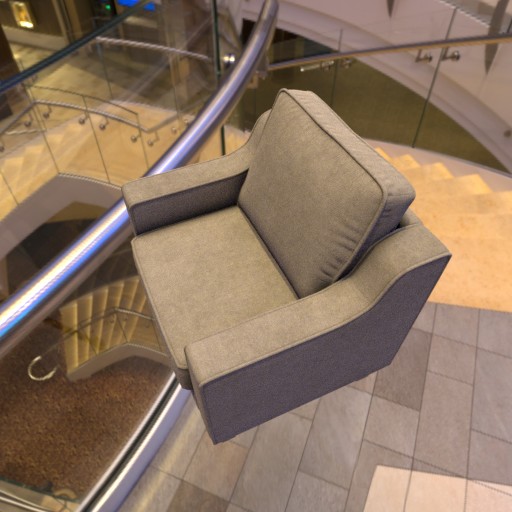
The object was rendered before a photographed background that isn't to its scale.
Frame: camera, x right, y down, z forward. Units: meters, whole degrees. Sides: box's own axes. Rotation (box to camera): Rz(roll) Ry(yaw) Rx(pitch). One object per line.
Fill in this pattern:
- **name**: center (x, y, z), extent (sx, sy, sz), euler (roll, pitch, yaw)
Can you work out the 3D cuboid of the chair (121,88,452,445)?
- **chair**: center (0.000, 0.000, 1.653), extent (0.840, 0.944, 0.926), euler (-19, 51, -16)
